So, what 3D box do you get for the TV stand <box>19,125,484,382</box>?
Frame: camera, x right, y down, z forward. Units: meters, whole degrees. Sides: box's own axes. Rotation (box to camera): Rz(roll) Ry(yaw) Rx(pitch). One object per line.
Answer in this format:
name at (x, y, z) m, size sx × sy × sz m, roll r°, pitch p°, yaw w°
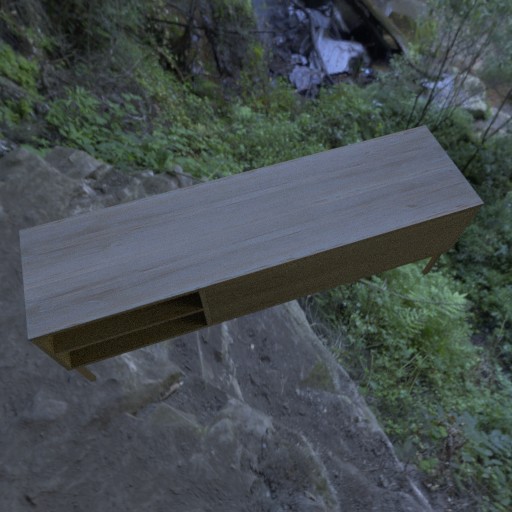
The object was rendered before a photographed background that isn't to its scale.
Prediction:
TV stand at (0.000, 0.000, 1.810) m, size 1.600 × 0.550 × 0.420 m, roll -16°, pitch 61°, yaw -9°
